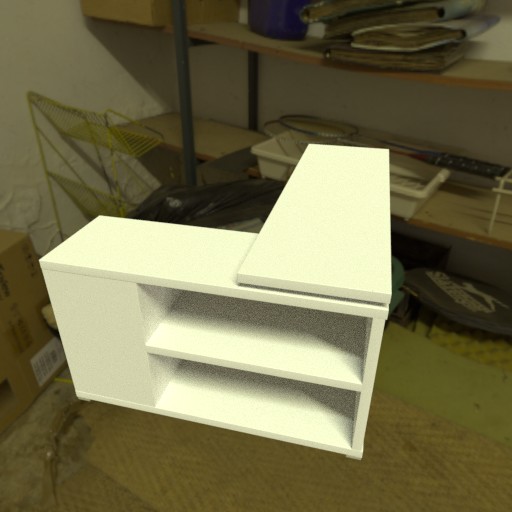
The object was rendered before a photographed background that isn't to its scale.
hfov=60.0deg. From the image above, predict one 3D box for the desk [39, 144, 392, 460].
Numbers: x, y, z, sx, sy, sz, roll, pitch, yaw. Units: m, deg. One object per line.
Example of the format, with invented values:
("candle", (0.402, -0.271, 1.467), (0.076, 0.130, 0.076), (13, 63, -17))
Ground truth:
("desk", (0.000, 0.000, 2.239), (1.200, 0.753, 1.524), (7, 30, 12))
